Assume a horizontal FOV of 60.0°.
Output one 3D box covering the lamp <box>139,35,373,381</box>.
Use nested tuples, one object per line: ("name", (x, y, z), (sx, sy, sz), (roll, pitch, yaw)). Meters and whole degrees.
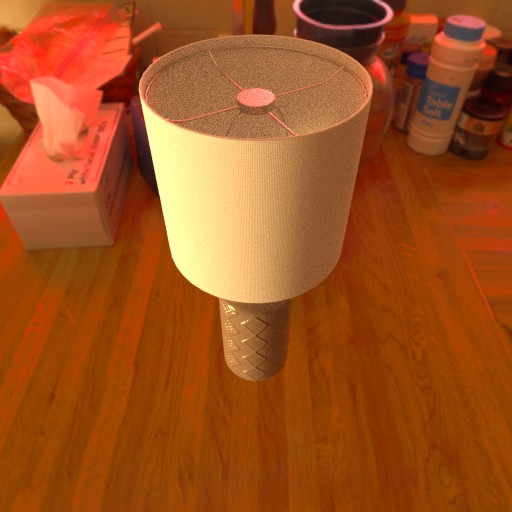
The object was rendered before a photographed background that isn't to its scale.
("lamp", (0.000, 0.000, 0.563), (0.207, 0.461, 0.207), (-22, 50, -20))
